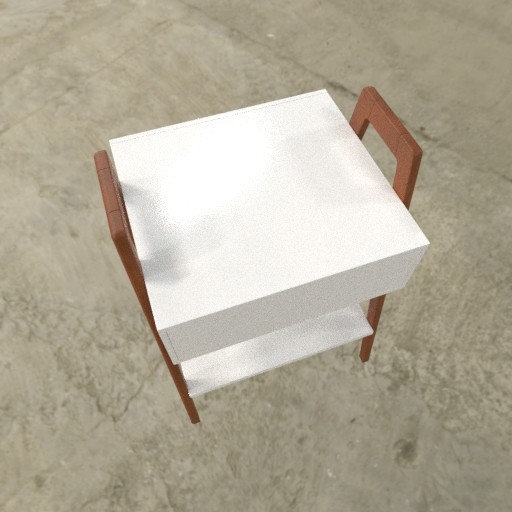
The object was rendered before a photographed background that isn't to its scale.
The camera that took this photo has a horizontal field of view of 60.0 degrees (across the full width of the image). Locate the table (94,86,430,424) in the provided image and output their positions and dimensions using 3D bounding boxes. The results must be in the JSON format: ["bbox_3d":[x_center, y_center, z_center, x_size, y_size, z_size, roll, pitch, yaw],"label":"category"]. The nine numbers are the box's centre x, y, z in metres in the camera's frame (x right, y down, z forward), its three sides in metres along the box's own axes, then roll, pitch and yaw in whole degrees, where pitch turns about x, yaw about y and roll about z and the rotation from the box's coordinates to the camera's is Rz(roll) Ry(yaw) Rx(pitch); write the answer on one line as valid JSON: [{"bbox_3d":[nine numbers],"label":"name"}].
[{"bbox_3d":[0.000,0.000,0.904,0.457,0.610,0.405,-17,59,-10],"label":"table"}]
